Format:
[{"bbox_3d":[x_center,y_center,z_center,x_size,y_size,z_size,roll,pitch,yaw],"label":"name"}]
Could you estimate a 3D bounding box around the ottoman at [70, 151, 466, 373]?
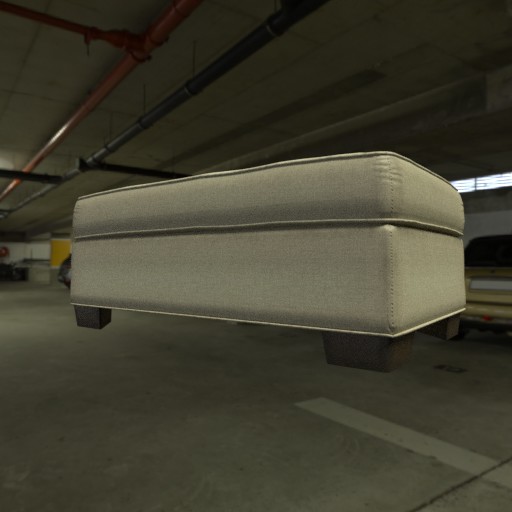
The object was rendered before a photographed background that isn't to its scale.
[{"bbox_3d":[0.000,0.000,1.386,1.097,0.461,0.617,-1,-1,37],"label":"ottoman"}]
